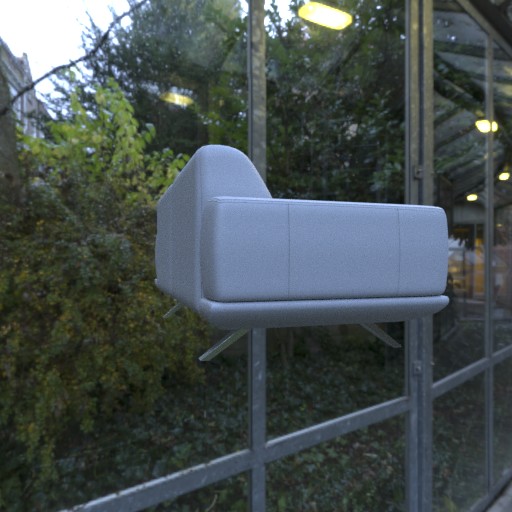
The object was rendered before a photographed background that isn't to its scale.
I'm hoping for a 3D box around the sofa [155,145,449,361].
[{"bbox_3d":[0.000,0.000,2.349,0.900,0.772,1.901,0,-1,-18],"label":"sofa"}]
